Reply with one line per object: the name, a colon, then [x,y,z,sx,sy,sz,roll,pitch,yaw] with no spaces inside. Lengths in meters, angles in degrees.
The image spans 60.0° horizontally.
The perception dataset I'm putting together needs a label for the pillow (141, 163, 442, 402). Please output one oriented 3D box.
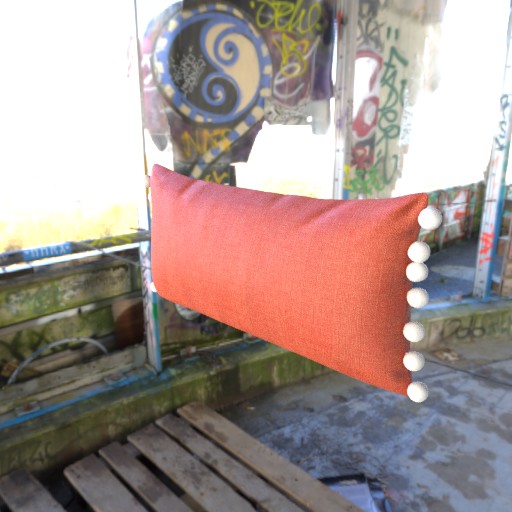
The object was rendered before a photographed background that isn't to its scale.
pillow: [0.000,0.000,0.845,0.709,0.322,0.201,14,20,43]
